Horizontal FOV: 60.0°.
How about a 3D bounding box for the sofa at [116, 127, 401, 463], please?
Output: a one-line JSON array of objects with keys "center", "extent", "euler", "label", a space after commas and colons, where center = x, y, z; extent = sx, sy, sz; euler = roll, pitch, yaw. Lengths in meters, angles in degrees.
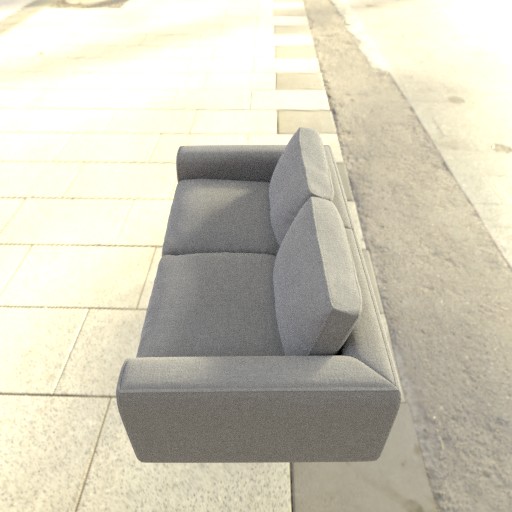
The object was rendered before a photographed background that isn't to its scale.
[{"center": [0.000, 0.000, 2.385], "extent": [1.069, 0.800, 1.920], "euler": [0, 41, 0], "label": "sofa"}]
